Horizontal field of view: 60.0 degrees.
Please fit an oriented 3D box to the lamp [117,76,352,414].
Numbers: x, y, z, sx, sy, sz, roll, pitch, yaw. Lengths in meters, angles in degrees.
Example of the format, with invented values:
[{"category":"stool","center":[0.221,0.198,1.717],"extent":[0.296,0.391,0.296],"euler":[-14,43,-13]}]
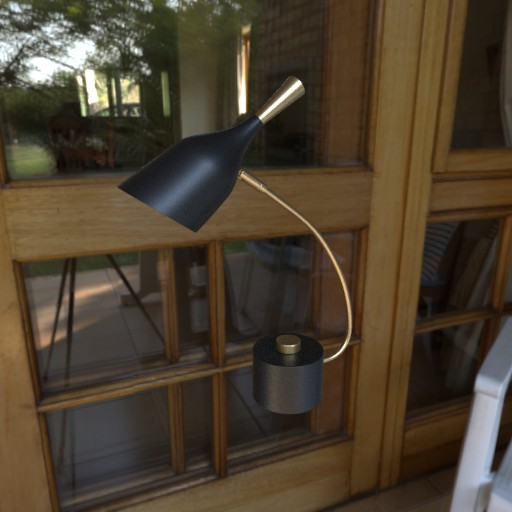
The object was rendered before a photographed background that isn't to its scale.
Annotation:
[{"category":"lamp","center":[0.000,0.000,0.608],"extent":[0.352,0.464,0.110],"euler":[-8,18,-26]}]
